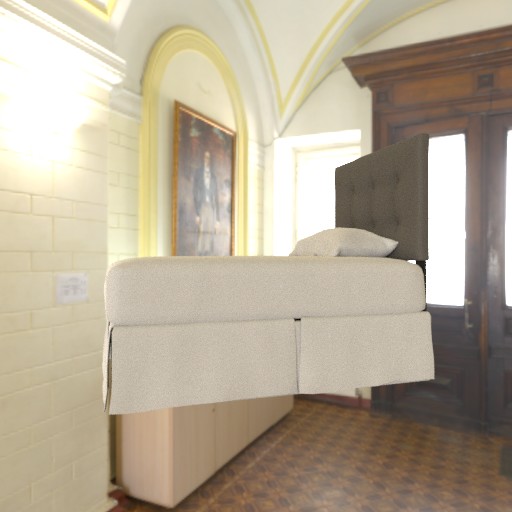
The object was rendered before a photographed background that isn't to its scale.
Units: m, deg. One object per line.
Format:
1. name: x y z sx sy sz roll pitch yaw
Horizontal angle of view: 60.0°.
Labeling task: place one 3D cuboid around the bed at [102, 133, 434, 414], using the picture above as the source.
1. bed: 0.000 0.000 3.046 1.997 1.571 1.261 0 0 -18
